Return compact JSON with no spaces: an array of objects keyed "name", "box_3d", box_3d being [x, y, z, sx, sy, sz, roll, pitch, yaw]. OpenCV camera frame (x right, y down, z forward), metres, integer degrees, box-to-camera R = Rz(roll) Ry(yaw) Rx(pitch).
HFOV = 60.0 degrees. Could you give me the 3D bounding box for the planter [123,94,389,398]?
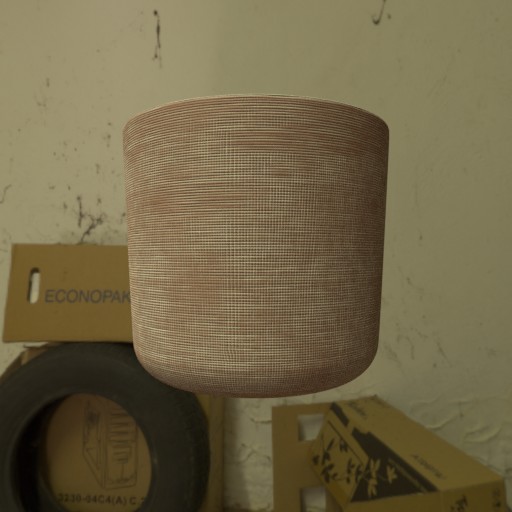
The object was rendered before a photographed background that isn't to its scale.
[{"name":"planter","box_3d":[0.000,0.000,0.763,0.440,0.398,0.440,0,0,0]}]
